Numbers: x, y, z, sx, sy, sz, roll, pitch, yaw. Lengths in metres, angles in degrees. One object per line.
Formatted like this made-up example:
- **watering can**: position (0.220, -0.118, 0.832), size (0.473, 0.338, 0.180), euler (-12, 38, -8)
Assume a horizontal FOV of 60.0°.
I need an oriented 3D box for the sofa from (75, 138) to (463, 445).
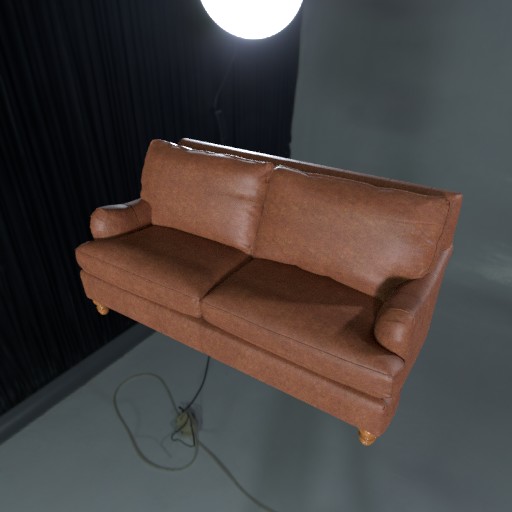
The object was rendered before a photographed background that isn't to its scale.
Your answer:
- **sofa**: position (0.000, 0.000, 2.761), size (2.144, 1.071, 1.147), euler (18, 35, 28)
